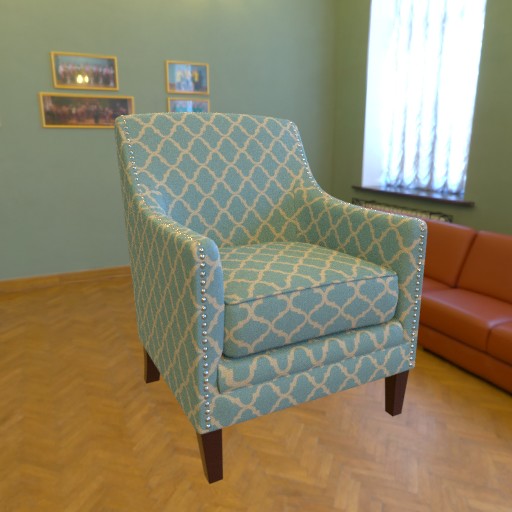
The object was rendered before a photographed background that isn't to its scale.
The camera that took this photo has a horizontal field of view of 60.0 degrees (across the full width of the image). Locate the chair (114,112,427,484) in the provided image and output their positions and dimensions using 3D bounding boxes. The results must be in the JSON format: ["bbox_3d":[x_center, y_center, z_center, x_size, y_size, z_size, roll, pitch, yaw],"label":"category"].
[{"bbox_3d":[0.000,0.000,1.271,0.617,0.817,0.686,-7,16,-27],"label":"chair"}]
